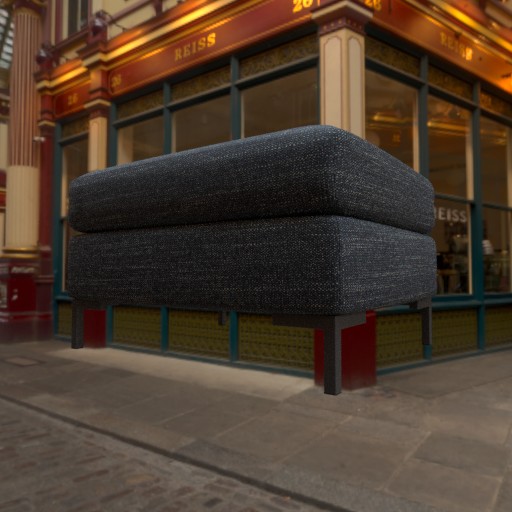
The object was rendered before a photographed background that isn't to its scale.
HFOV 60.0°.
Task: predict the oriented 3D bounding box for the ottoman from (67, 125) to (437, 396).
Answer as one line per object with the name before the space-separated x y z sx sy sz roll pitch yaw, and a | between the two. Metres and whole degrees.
ottoman | 0.000 0.000 1.210 0.814 0.491 0.667 -1 -2 35
